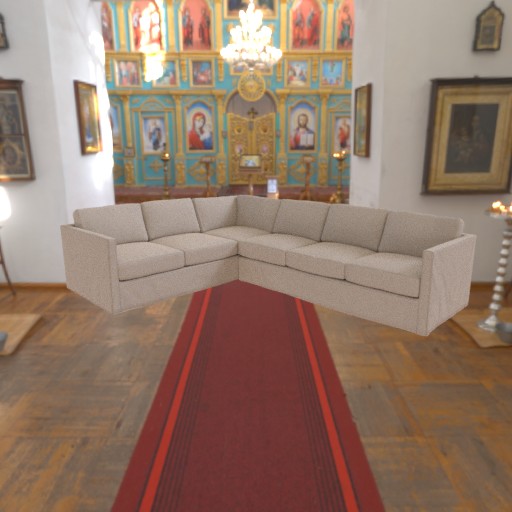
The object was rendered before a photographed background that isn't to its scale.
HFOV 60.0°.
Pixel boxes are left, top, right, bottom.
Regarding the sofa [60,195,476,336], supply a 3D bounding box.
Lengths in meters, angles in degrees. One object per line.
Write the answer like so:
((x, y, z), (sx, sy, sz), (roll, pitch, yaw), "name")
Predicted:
((0.000, 0.000, 4.261), (3.182, 0.871, 2.432), (13, 19, 43), "sofa")
